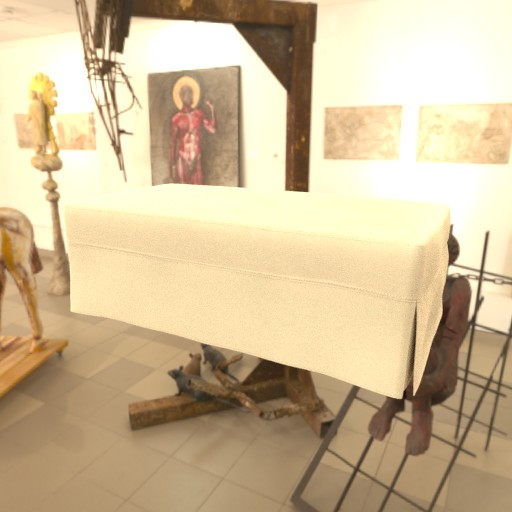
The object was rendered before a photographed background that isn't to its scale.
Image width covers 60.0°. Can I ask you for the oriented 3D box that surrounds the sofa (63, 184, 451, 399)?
[{"bbox_3d":[0.000,0.000,2.143,1.677,0.552,0.939,8,18,27],"label":"sofa"}]
